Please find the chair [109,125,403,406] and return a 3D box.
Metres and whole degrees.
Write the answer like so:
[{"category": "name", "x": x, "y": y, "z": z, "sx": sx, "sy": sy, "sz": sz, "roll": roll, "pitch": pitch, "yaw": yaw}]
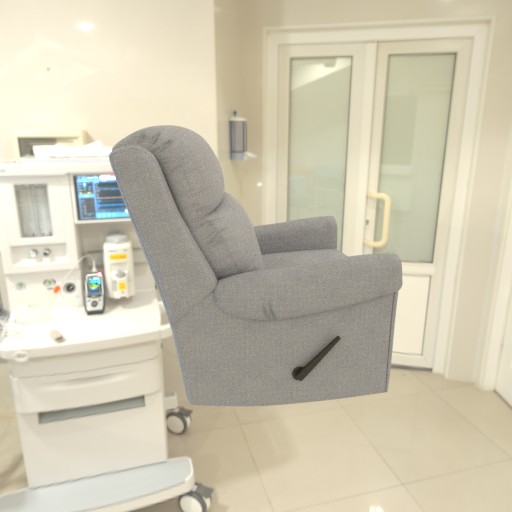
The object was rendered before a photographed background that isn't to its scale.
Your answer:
[{"category": "chair", "x": 0.000, "y": 0.000, "z": 1.867, "sx": 1.014, "sy": 1.054, "sz": 0.838, "roll": -2, "pitch": 16, "yaw": -8}]
